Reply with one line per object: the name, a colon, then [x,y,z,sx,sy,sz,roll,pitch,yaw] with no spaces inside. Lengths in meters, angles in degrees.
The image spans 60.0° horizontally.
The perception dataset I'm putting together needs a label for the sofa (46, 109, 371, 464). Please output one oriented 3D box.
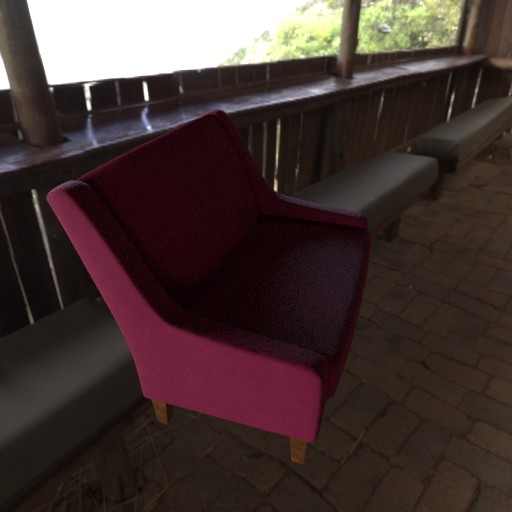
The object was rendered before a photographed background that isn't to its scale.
sofa: [0.000,0.000,1.944,0.946,0.976,1.242,10,31,16]
